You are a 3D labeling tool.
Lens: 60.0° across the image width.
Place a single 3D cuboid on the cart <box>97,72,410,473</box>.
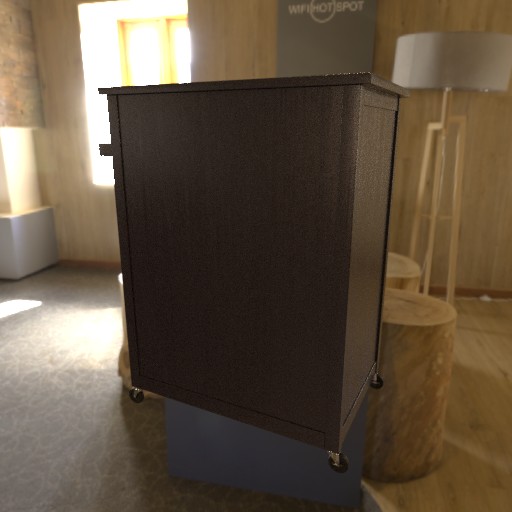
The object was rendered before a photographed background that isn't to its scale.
[{"bbox_3d":[0.000,0.000,1.243,0.690,0.878,0.449,8,18,26],"label":"cart"}]
